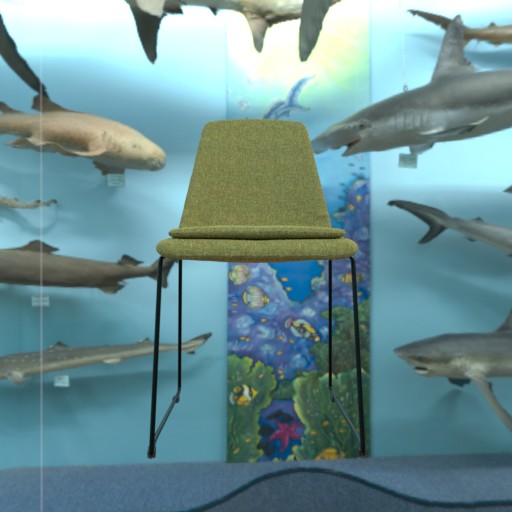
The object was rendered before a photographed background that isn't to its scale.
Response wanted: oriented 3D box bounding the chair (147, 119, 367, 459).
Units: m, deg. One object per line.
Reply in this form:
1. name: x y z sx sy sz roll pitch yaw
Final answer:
1. chair: 0.000 0.000 1.144 0.479 0.849 0.496 0 0 -1
